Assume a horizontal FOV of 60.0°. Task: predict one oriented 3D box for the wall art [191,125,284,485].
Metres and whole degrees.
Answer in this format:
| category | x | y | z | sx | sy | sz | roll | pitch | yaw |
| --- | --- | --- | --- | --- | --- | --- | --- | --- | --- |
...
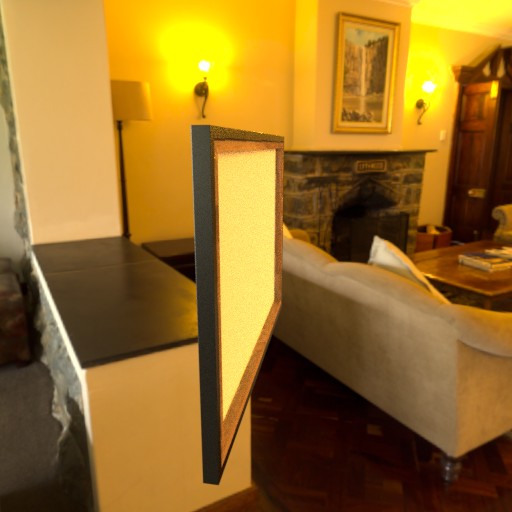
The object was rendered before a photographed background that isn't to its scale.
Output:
| category | x | y | z | sx | sy | sz | roll | pitch | yaw |
| --- | --- | --- | --- | --- | --- | --- | --- | --- | --- |
| wall art | 0.000 | 0.000 | 0.833 | 0.022 | 0.446 | 0.659 | 3 | 14 | 10 |
